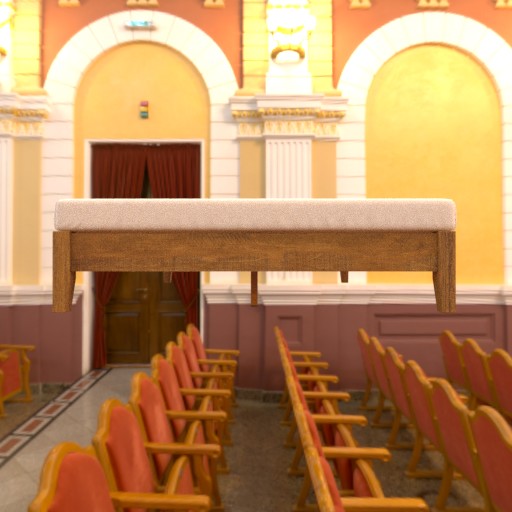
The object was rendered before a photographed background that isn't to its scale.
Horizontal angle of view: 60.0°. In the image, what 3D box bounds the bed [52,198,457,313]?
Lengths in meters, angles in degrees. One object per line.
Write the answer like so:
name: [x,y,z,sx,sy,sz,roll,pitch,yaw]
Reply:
bed: [0.000,0.000,2.665,1.536,0.431,2.016,0,0,0]
